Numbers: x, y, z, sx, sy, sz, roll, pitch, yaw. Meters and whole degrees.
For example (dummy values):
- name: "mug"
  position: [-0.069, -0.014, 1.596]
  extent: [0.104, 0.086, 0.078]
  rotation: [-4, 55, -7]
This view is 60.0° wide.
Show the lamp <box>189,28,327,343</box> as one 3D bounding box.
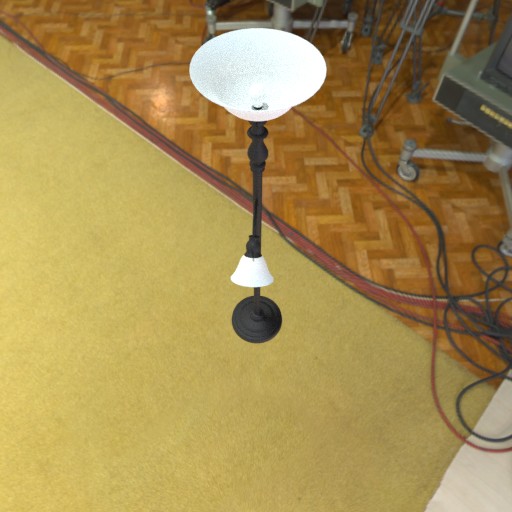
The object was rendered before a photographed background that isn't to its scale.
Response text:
- name: "lamp"
  position: [0.000, 0.000, 2.019]
  extent: [0.405, 1.793, 0.588]
  rotation: [3, 57, 2]
